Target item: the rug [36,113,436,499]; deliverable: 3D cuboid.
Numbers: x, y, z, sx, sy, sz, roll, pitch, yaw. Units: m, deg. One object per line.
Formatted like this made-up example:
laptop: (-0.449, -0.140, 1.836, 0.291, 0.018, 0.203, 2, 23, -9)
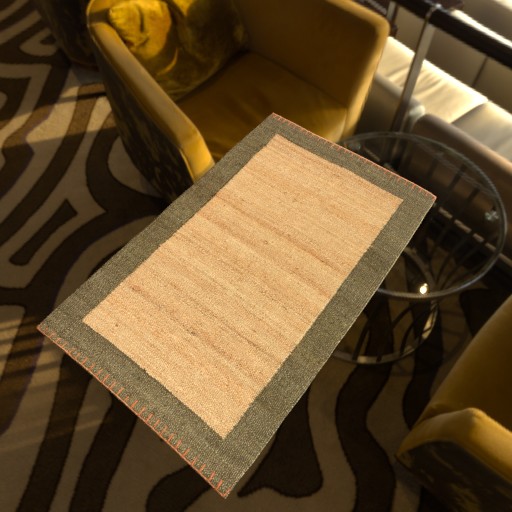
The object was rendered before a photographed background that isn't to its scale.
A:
rug: (0.000, 0.000, 2.945, 1.521, 0.006, 2.435, 33, 64, 19)
